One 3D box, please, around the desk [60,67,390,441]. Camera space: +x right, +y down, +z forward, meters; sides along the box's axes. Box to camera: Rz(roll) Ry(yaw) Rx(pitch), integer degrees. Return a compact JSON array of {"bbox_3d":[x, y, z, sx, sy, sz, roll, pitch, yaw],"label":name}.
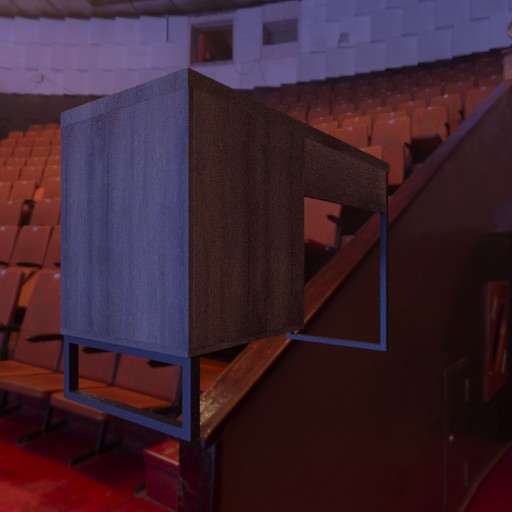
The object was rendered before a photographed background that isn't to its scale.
[{"bbox_3d":[0.000,0.000,1.490,0.511,0.752,1.134,0,0,37],"label":"desk"}]
